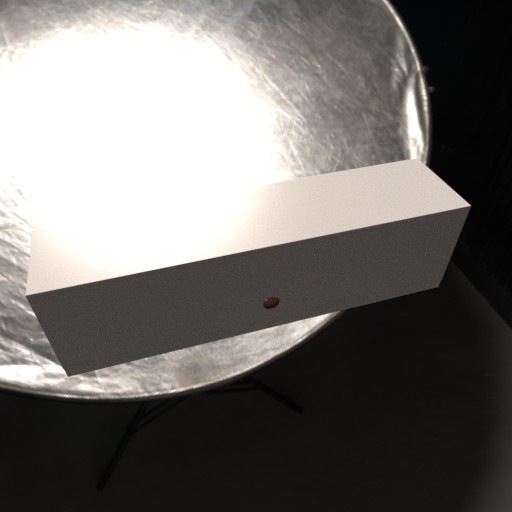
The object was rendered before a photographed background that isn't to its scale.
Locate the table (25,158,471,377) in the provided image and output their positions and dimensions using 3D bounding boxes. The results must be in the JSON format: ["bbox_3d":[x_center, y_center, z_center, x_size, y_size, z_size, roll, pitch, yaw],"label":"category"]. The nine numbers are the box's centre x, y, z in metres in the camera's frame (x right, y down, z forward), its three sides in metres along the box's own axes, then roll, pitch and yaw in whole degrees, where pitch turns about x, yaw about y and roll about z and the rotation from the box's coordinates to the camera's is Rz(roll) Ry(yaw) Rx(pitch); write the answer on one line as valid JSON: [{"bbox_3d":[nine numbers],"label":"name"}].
[{"bbox_3d":[0.000,0.000,1.769,1.550,0.440,0.400,-12,44,-12],"label":"table"}]
